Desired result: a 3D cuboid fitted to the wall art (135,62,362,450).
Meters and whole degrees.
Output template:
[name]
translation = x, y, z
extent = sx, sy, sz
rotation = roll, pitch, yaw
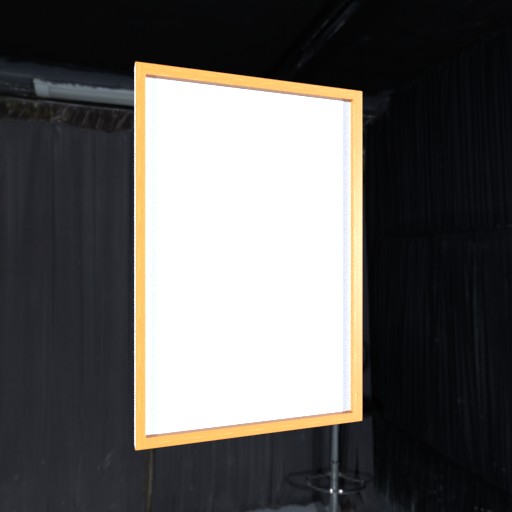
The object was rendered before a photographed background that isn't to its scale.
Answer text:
[wall art]
translation = 0.000, 0.000, 0.767
extent = 0.405, 0.608, 0.025
rotation = 0, 0, -18
